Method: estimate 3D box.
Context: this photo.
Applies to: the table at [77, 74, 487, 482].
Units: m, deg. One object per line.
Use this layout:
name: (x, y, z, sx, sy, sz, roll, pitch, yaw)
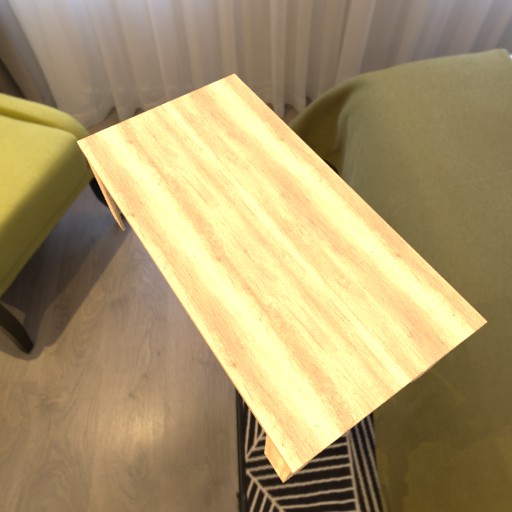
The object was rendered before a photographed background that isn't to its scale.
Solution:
table: (0.000, 0.000, 1.664, 0.700, 0.460, 1.350, -30, 63, -17)
